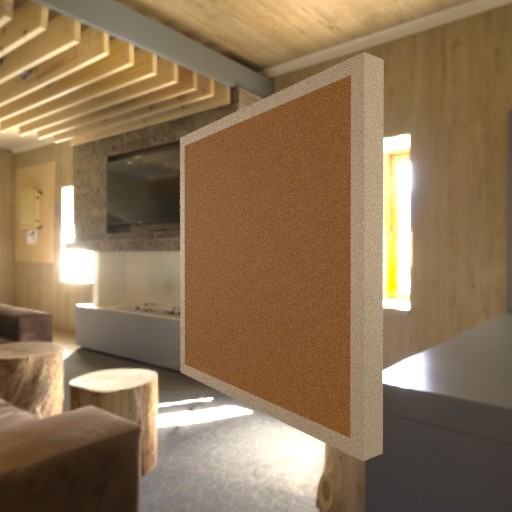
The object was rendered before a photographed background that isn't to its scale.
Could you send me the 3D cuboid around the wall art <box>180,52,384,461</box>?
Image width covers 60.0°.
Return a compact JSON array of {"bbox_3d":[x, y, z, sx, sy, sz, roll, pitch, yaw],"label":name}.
[{"bbox_3d":[0.000,0.000,0.766,0.038,0.508,0.507,0,1,-36],"label":"wall art"}]
